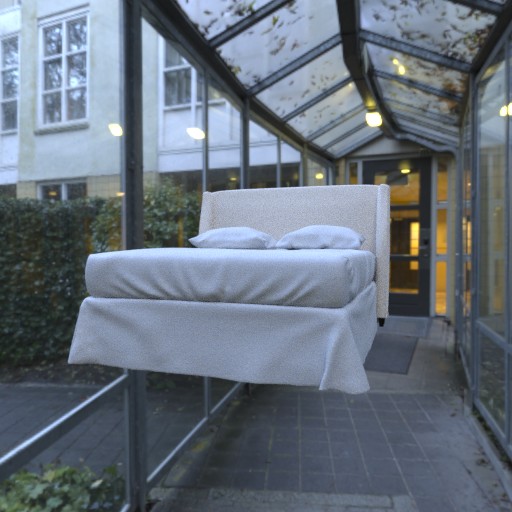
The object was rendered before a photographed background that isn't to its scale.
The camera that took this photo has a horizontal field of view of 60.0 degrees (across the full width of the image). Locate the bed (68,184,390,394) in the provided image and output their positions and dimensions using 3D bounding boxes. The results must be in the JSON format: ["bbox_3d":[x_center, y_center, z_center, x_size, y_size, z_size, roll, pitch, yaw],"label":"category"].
[{"bbox_3d":[0.000,0.000,3.487,1.925,1.332,2.276,1,2,19],"label":"bed"}]
